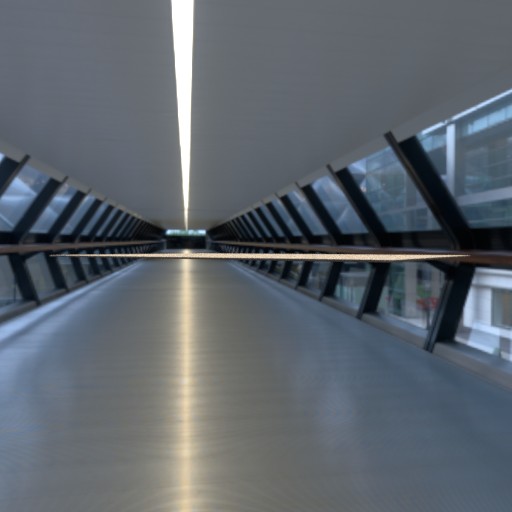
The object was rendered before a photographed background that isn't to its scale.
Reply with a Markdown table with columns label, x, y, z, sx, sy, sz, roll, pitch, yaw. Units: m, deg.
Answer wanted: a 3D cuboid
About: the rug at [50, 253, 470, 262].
| label | x | y | z | sx | sy | sz | roll | pitch | yaw |
| --- | --- | --- | --- | --- | --- | --- | --- | --- | --- |
| rug | 0.000 | 0.000 | 2.244 | 1.783 | 0.008 | 1.175 | 1 | 1 | 36 |
